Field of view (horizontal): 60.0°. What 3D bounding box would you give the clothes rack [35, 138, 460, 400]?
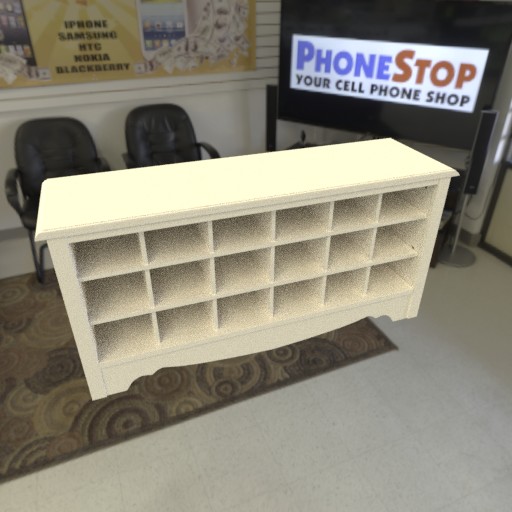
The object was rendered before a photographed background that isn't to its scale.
[{"bbox_3d":[0.000,0.000,1.368,1.120,0.531,0.324,-11,33,-17],"label":"clothes rack"}]
